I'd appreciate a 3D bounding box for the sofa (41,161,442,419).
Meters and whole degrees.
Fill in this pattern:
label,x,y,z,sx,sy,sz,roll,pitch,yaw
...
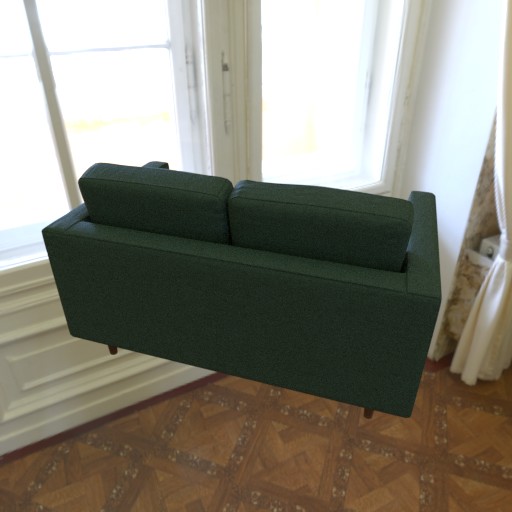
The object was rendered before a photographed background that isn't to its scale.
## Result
label,x,y,z,sx,sy,sz,roll,pitch,yaw
sofa,0.000,0.000,1.960,1.430,0.899,0.879,9,32,15
